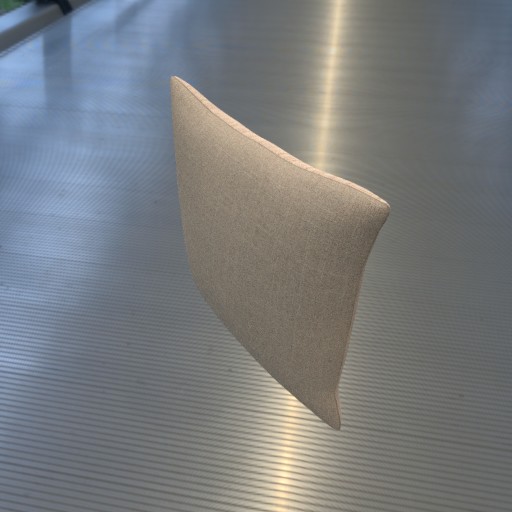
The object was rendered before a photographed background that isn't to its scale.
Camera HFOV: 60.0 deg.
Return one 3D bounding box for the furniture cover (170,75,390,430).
[{"bbox_3d":[0.000,0.000,0.804,0.178,0.506,0.512,-26,48,-26],"label":"furniture cover"}]
